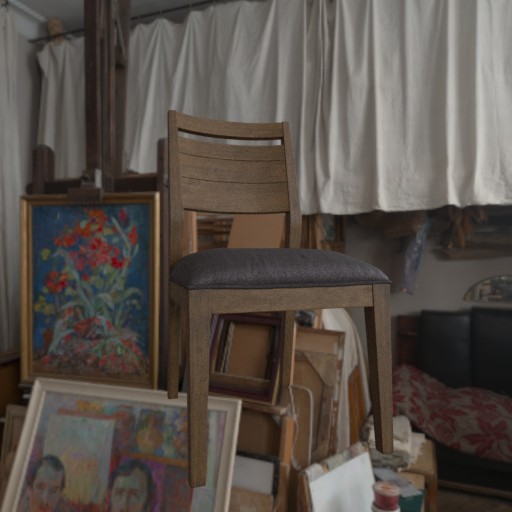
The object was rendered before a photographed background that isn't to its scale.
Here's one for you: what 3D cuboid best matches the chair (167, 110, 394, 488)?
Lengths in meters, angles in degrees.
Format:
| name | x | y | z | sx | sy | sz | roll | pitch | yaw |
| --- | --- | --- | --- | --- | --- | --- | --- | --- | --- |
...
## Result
| name | x | y | z | sx | sy | sz | roll | pitch | yaw |
| --- | --- | --- | --- | --- | --- | --- | --- | --- | --- |
| chair | 0.000 | 0.000 | 1.267 | 0.501 | 0.939 | 0.610 | 0 | 1 | -19 |
